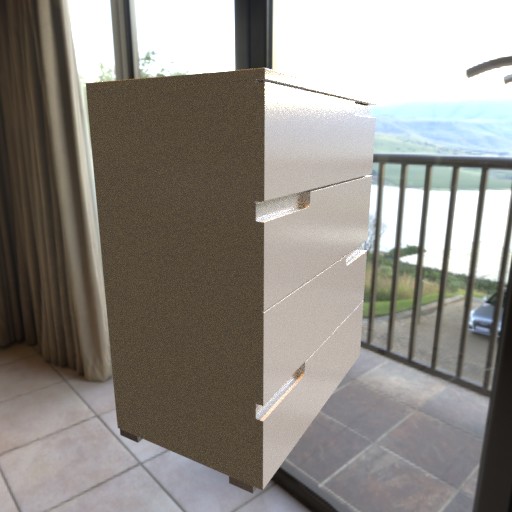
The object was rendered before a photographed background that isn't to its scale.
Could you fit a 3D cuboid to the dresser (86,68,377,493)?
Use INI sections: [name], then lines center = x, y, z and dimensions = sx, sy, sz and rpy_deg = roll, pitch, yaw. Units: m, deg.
[dresser]
center = 0.000, 0.000, 1.149
dimensions = 0.400, 0.800, 0.650
rpy_deg = 8, 17, 28
